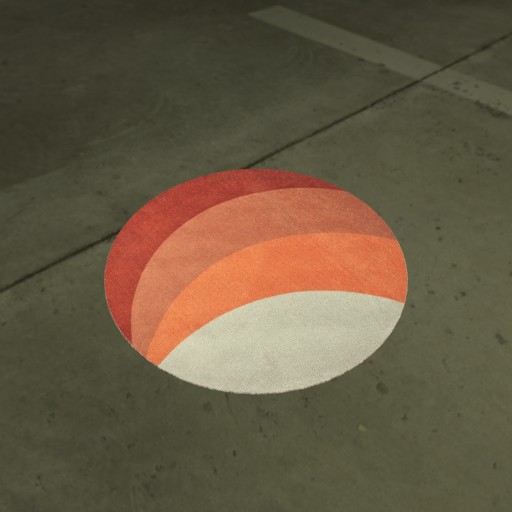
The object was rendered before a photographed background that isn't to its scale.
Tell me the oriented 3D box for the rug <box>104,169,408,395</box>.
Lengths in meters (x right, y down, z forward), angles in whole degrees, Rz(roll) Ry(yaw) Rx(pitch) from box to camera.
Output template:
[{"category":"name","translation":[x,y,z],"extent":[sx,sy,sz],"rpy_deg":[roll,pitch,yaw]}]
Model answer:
[{"category":"rug","translation":[0.000,0.000,2.274],"extent":[1.514,0.015,1.514],"rpy_deg":[0,46,0]}]
